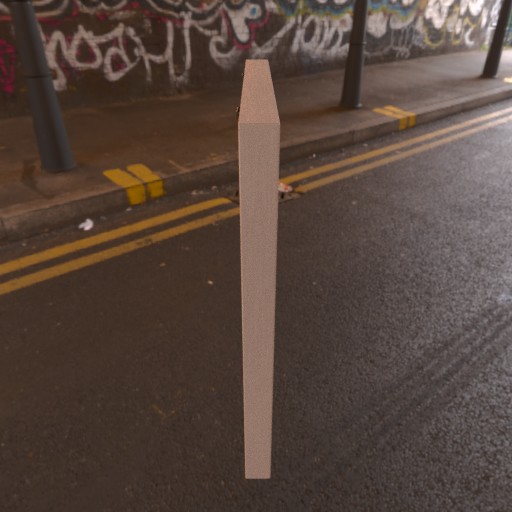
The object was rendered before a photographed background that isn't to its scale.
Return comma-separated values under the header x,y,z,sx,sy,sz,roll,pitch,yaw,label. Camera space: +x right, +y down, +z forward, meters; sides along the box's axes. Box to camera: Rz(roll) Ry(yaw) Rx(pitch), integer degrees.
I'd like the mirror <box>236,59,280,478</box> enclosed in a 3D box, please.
x,y,z,sx,sy,sz,roll,pitch,yaw,label
0.000,0.000,0.684,0.041,0.508,0.405,0,31,0,mirror
